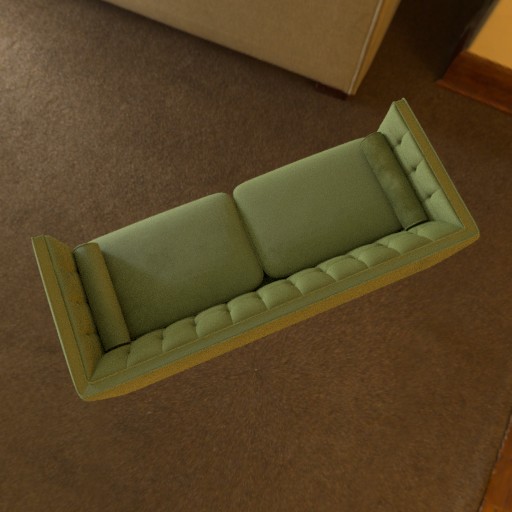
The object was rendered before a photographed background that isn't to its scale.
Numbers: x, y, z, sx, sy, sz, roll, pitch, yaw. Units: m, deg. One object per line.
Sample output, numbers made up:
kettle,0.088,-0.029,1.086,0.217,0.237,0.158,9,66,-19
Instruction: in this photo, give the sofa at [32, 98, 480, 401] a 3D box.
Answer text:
sofa,0.000,0.000,2.536,2.087,0.789,0.867,-22,77,-5
